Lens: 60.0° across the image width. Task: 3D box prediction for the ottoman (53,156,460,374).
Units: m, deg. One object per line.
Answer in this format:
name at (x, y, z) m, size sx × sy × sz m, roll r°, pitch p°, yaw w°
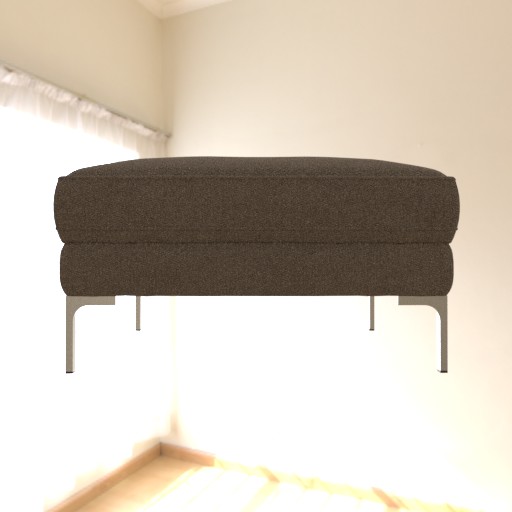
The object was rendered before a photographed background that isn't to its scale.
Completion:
ottoman at (0.000, 0.000, 1.137) m, size 0.785 × 0.464 × 0.583 m, roll 0°, pitch -1°, yaw -1°
